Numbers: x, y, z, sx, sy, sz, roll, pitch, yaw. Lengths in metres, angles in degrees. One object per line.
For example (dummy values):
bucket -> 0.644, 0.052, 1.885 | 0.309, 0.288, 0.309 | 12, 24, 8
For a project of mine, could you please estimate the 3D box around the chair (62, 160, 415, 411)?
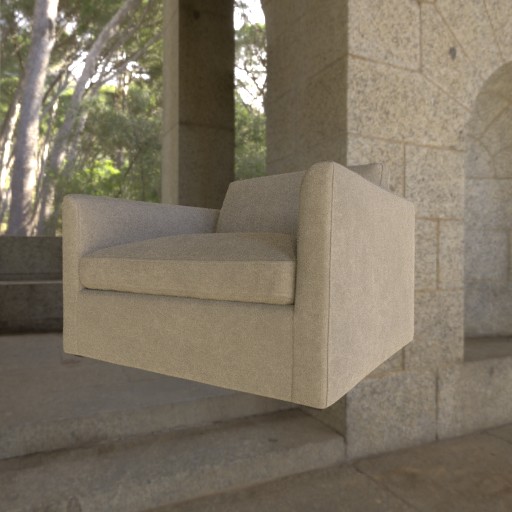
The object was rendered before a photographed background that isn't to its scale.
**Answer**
chair -> 0.000, 0.000, 1.877 | 1.190, 0.845, 1.091 | 0, 0, 35
